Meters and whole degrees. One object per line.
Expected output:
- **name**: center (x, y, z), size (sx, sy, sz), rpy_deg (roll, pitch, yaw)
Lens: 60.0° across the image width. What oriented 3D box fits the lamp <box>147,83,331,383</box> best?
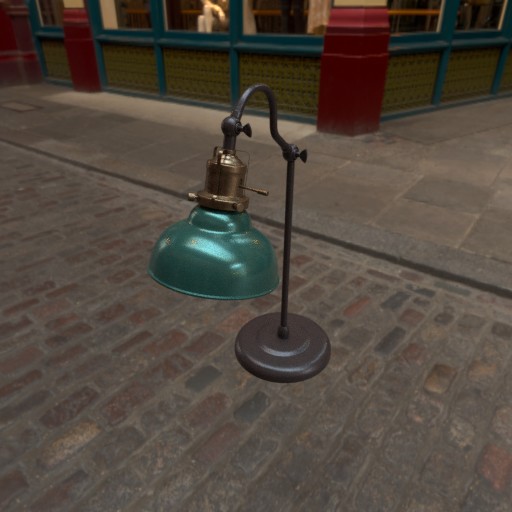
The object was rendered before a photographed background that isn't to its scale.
- **lamp**: center (0.000, 0.000, 0.693), size (0.192, 0.508, 0.374), rpy_deg (20, 36, 30)
